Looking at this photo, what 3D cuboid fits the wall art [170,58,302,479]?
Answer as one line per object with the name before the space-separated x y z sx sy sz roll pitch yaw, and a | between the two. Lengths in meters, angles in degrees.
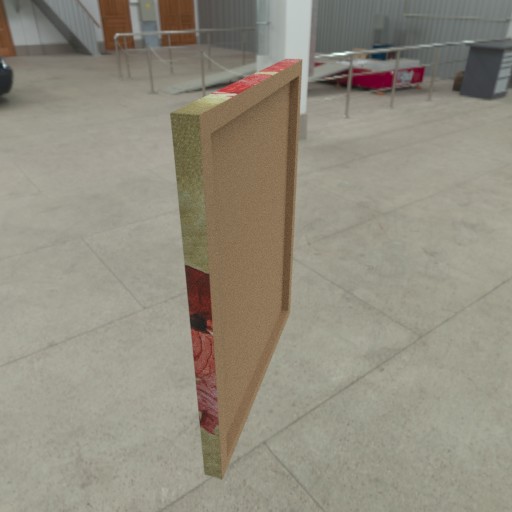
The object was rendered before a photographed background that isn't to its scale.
wall art | 0.000 0.000 0.674 0.028 0.508 0.406 9 31 15
